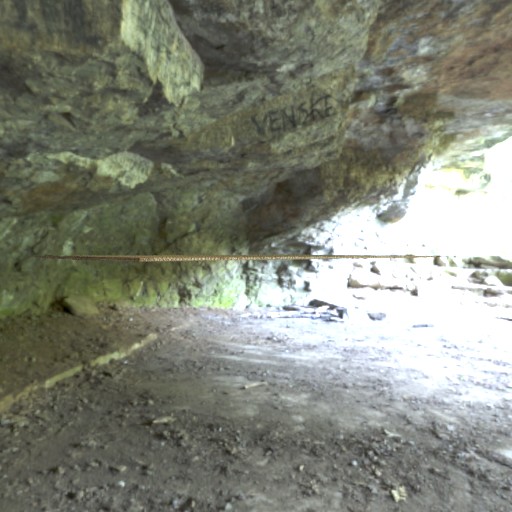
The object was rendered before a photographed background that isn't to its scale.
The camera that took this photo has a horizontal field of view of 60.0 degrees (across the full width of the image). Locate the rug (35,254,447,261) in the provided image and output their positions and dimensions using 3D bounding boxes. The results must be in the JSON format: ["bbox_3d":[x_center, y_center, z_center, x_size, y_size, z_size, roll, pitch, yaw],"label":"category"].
[{"bbox_3d":[0.000,0.000,2.047,1.718,0.017,0.905,0,1,-36],"label":"rug"}]
